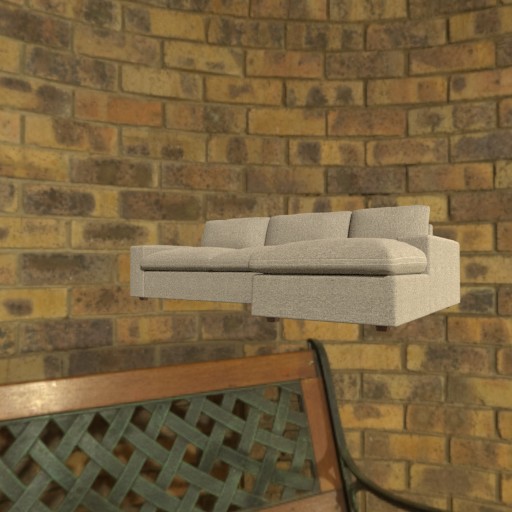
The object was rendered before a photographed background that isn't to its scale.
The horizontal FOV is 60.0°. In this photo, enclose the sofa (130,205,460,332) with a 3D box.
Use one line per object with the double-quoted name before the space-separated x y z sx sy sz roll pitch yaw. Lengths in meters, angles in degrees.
"sofa" 0.000 0.000 3.544 2.718 0.813 1.689 -1 -2 34
